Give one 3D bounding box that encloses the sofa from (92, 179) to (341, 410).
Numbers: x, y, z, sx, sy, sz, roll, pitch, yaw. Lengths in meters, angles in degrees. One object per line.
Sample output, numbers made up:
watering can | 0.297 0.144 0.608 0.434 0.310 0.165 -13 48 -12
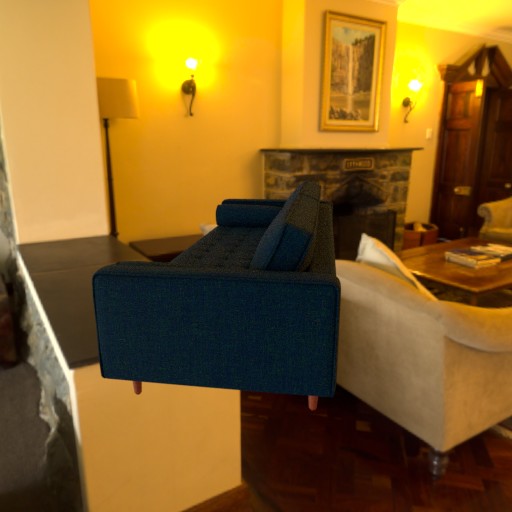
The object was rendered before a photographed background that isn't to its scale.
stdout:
sofa | 0.000 0.000 2.628 0.914 0.762 2.210 2 14 8
